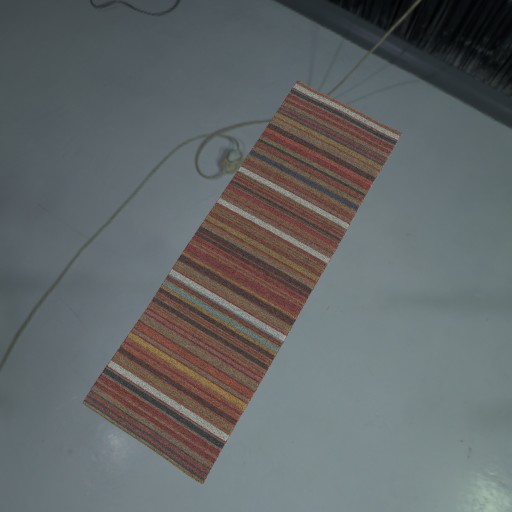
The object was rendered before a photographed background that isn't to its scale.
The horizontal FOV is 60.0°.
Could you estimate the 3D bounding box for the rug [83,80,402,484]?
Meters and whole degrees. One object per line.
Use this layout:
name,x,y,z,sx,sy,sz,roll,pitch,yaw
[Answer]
rug,0.000,0.000,2.682,0.799,0.030,2.444,30,76,8
